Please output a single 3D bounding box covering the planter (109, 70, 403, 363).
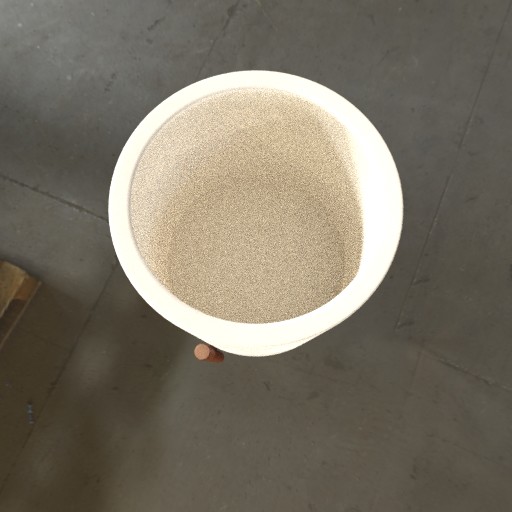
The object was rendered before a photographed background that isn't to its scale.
[{"bbox_3d":[0.000,0.000,0.952,0.417,0.670,0.417,-21,77,-5],"label":"planter"}]
